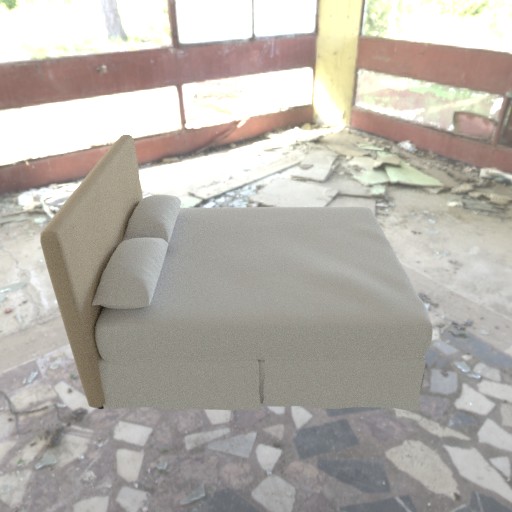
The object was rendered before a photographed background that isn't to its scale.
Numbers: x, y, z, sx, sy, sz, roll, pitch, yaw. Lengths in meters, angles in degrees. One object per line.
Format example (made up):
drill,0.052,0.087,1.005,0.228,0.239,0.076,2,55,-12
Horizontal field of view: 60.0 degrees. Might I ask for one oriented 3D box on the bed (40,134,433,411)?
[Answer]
bed,0.000,0.000,3.184,2.142,1.330,1.723,0,32,-1
